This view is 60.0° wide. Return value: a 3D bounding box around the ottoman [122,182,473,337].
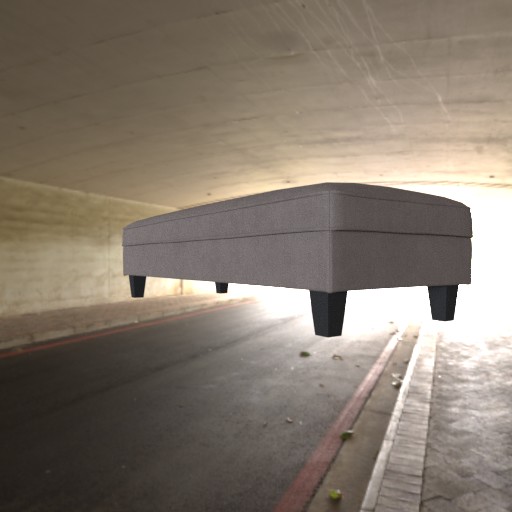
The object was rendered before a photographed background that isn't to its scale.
[{"bbox_3d":[0.000,0.000,2.089,0.751,0.470,1.764,0,-1,-35],"label":"ottoman"}]
